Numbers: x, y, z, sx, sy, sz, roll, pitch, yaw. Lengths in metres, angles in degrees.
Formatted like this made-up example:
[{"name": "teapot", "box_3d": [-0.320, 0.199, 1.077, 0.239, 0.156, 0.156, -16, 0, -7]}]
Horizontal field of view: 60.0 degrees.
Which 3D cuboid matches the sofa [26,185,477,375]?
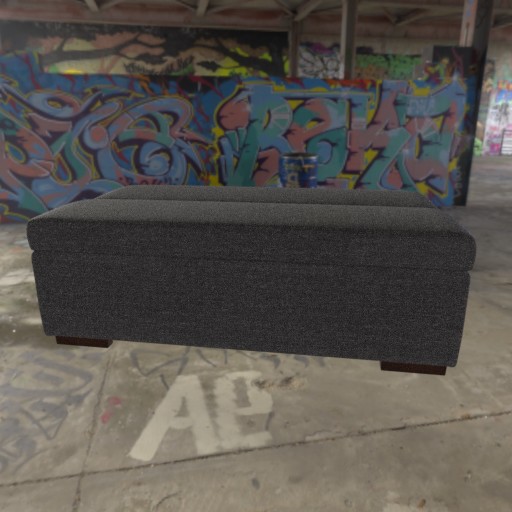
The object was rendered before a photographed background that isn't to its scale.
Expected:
[{"name": "sofa", "box_3d": [0.000, 0.000, 1.567, 1.198, 0.417, 0.782, 3, 17, 9]}]
